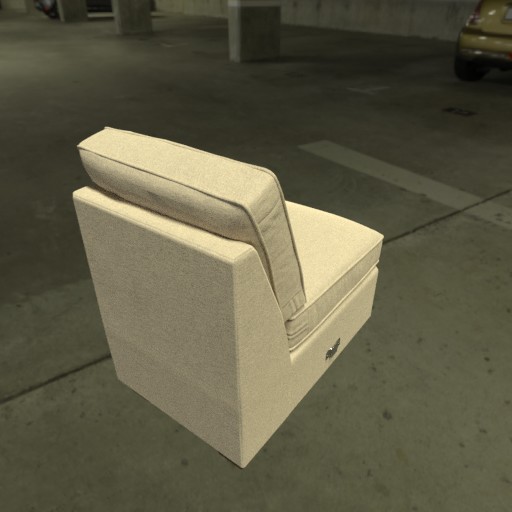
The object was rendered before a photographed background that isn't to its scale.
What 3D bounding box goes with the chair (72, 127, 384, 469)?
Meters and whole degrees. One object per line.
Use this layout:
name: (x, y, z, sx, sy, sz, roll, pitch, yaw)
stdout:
chair: (0.000, 0.000, 1.575, 0.621, 0.970, 0.938, 22, 38, 31)
